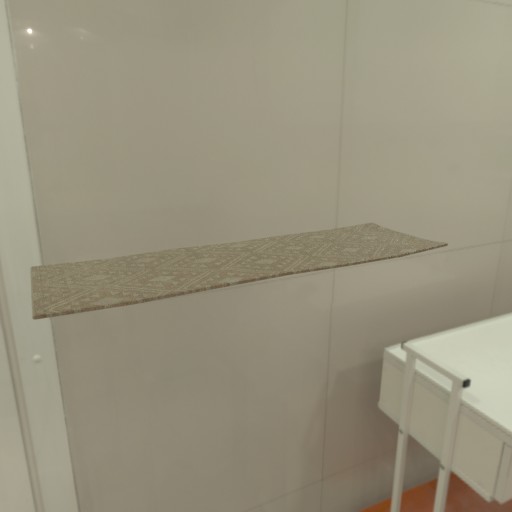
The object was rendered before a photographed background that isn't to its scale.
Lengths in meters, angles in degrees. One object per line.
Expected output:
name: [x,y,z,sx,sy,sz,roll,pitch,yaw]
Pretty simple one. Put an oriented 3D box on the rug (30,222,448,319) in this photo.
rug: [0.000,0.000,2.687,2.452,0.051,0.752,-8,18,-25]
